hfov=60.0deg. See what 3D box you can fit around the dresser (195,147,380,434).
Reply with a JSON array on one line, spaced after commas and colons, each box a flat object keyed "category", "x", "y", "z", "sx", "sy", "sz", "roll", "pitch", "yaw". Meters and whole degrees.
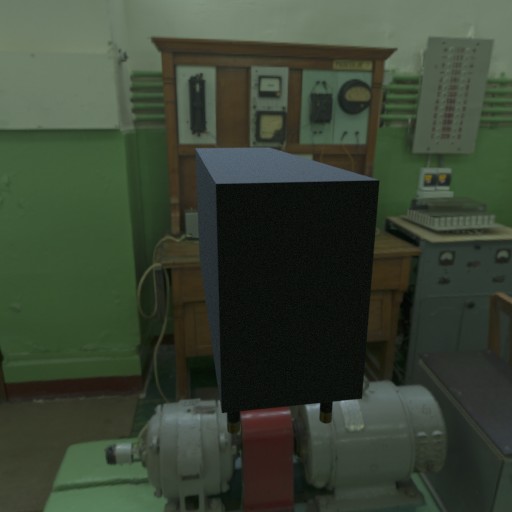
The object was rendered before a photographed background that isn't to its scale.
[{"category": "dresser", "x": 0.000, "y": 0.000, "z": 2.018, "sx": 0.463, "sy": 0.872, "sz": 1.558, "roll": -3, "pitch": 17, "yaw": -9}]
